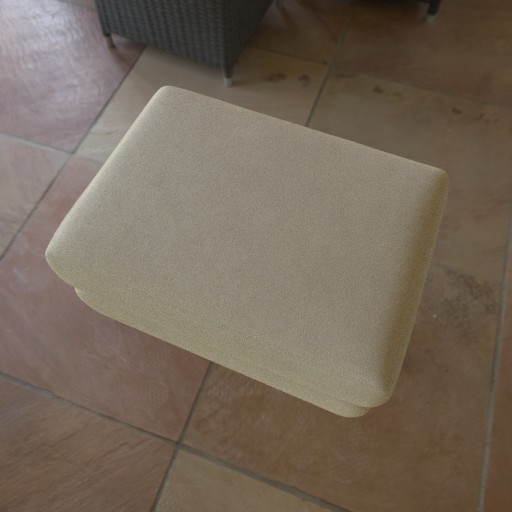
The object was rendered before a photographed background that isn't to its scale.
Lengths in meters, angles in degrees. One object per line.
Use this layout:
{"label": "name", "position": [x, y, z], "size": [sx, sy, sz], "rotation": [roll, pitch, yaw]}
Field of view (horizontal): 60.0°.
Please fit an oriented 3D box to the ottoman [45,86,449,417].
{"label": "ottoman", "position": [0.000, 0.000, 1.148], "size": [0.773, 0.504, 0.569], "rotation": [20, 65, 10]}
